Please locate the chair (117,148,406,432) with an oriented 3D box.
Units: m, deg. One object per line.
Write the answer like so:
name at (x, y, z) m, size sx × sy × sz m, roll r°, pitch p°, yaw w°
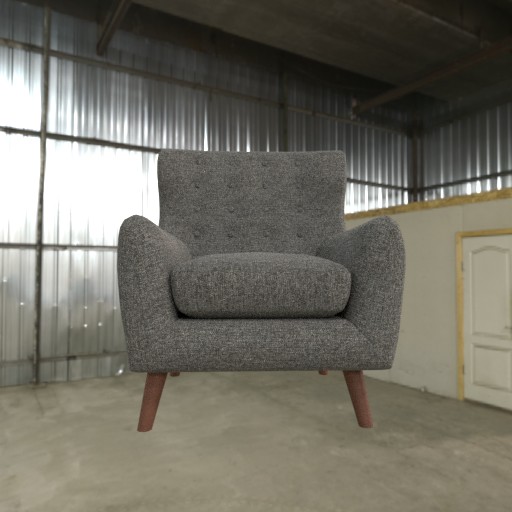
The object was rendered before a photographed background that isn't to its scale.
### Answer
chair at (0.000, 0.000, 1.722) m, size 0.889 × 1.039 × 0.940 m, roll 0°, pitch -1°, yaw -3°
